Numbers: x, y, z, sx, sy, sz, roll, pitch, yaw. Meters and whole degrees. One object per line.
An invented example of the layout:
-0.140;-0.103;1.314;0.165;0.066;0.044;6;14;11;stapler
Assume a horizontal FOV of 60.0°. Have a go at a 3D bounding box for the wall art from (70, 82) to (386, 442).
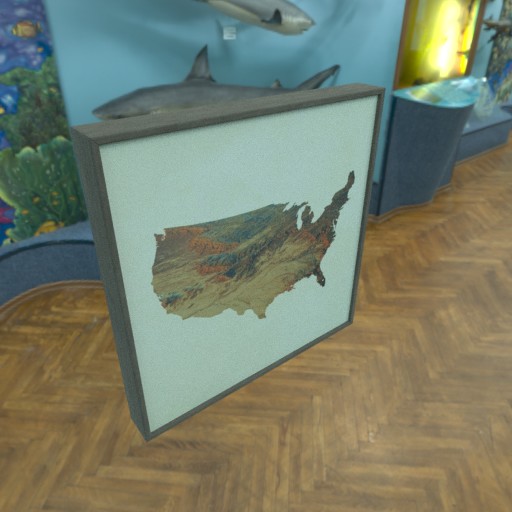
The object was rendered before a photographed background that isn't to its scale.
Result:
0.000;0.000;0.455;0.303;0.302;0.038;-21;36;-32;wall art
